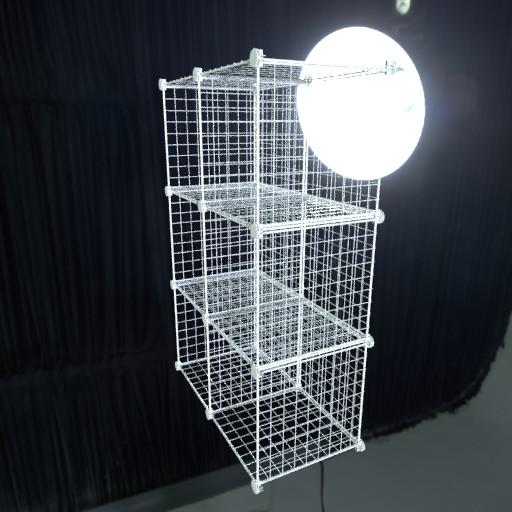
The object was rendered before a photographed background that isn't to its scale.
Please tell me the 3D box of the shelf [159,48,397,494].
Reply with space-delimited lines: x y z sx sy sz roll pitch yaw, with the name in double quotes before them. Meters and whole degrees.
"shelf" 0.000 0.000 1.378 0.356 1.067 0.711 -8 18 -26
